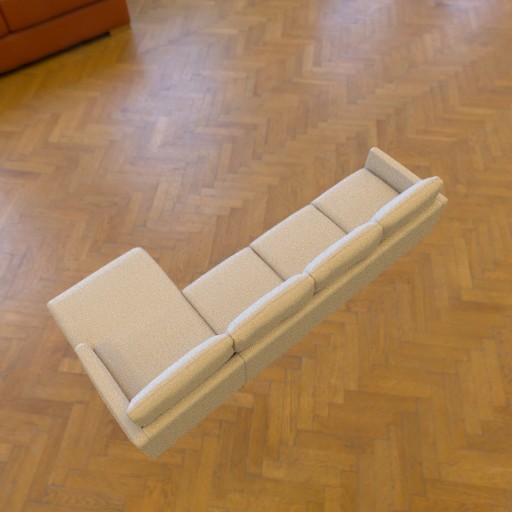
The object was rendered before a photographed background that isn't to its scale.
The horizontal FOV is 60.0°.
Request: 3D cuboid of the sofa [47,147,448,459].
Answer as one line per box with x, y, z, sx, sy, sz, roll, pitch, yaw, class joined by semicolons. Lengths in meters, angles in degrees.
0.000;0.000;3.228;2.731;0.755;1.258;-35;64;-20;sofa
